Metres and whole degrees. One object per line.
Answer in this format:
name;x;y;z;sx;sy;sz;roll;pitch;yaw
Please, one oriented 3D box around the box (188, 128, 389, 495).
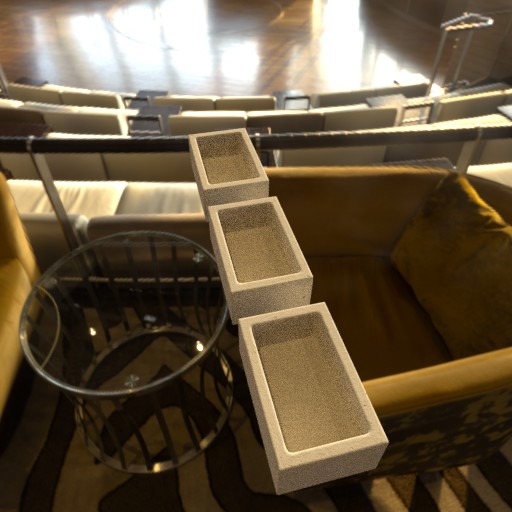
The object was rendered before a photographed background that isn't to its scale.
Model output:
box;0.000;0.000;0.485;0.082;0.051;0.461;-10;46;-10
